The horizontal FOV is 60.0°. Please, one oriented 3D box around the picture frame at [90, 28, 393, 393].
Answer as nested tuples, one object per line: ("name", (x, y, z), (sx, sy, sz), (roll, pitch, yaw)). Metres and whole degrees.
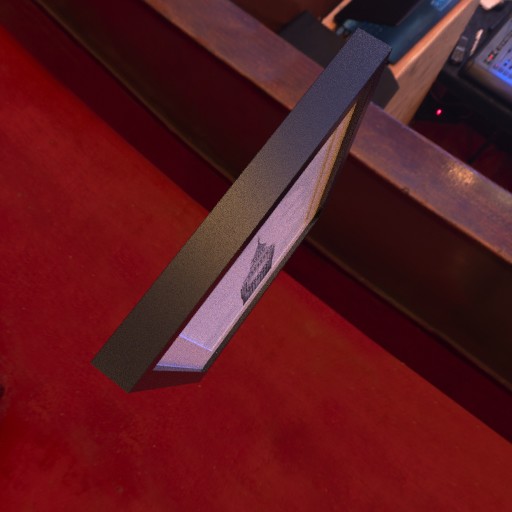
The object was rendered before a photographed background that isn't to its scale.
("picture frame", (0.000, 0.000, 0.507), (0.034, 0.378, 0.328), (35, 78, 9))
